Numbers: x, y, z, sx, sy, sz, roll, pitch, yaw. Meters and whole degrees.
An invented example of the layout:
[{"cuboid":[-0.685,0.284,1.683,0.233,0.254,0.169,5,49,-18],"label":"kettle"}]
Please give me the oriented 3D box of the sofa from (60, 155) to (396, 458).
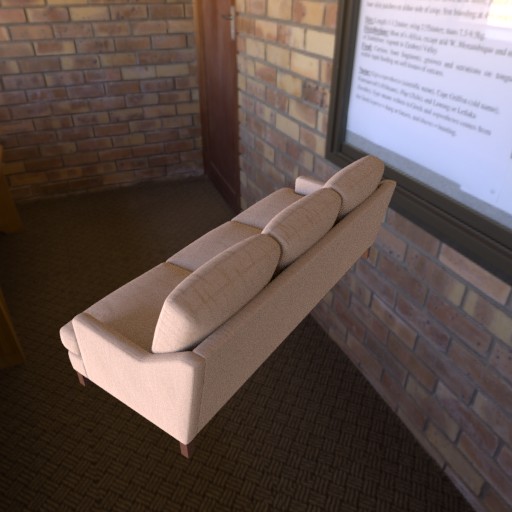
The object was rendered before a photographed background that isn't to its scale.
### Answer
[{"cuboid":[0.000,0.000,2.906,1.000,0.913,2.321,20,38,29],"label":"sofa"}]
